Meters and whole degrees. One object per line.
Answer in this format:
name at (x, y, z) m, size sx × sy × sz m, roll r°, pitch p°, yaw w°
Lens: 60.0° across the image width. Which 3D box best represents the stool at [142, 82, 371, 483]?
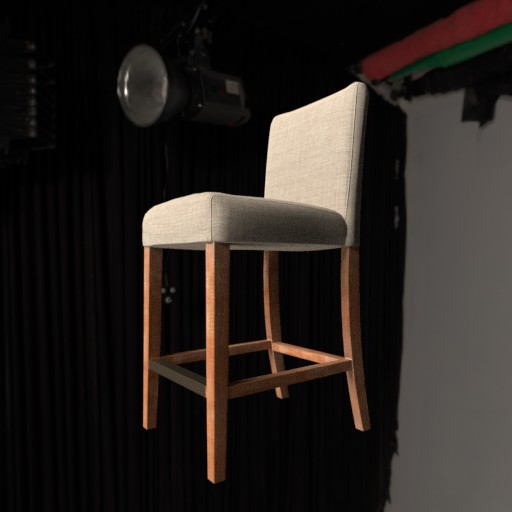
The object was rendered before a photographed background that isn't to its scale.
stool at (0.000, 0.000, 1.336) m, size 0.567 × 1.039 × 0.454 m, roll 0°, pitch -1°, yaw -36°
